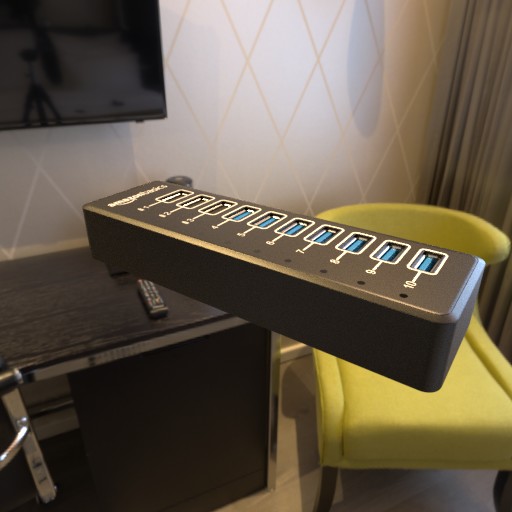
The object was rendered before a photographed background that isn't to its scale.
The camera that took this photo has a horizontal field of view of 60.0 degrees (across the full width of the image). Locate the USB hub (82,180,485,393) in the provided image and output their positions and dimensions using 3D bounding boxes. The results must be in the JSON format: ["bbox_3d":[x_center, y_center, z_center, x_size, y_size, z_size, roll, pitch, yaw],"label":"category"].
[{"bbox_3d":[0.000,0.000,0.163,0.145,0.023,0.044,17,32,30],"label":"USB hub"}]
